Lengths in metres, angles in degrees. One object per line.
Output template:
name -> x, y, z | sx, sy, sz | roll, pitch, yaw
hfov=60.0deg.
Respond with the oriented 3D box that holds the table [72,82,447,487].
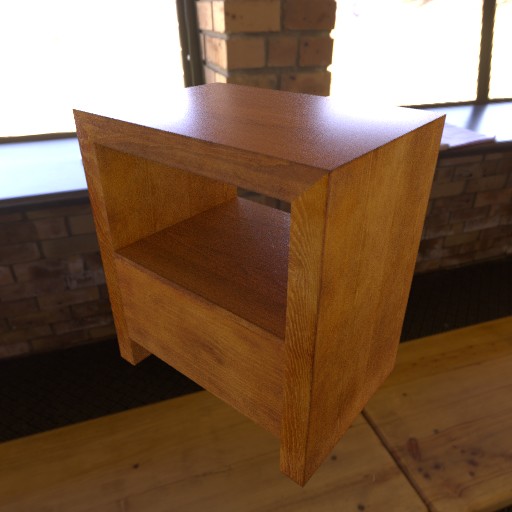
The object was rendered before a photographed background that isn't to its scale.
table -> 0.000, 0.000, 0.949 | 0.550, 0.605, 0.400 | 22, 37, 33
